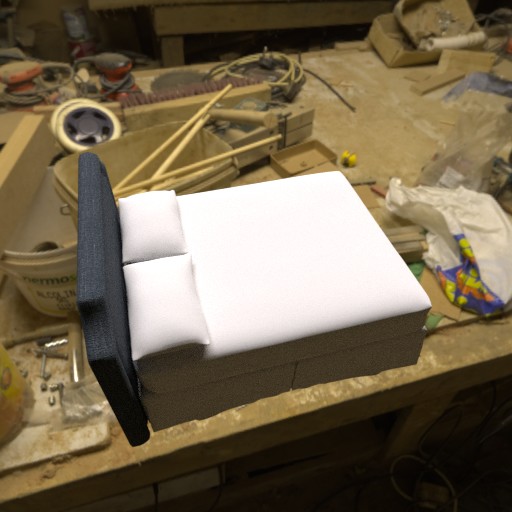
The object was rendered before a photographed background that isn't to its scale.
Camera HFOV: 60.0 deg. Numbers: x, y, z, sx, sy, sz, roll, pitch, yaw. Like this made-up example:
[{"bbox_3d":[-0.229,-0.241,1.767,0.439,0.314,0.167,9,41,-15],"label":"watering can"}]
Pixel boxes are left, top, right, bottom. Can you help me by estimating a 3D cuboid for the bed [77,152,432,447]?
[{"bbox_3d":[0.000,0.000,3.280,2.208,1.297,1.828,-11,47,-11],"label":"bed"}]
